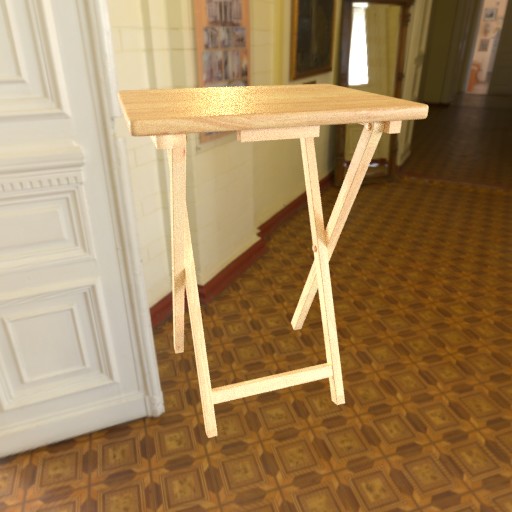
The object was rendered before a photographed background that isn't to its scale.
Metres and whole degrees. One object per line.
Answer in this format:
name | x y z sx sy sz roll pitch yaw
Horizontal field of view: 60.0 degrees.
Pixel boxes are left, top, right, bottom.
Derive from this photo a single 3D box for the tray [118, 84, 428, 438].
tray | 0.000 0.000 0.971 0.483 0.660 0.381 -8 28 -16
